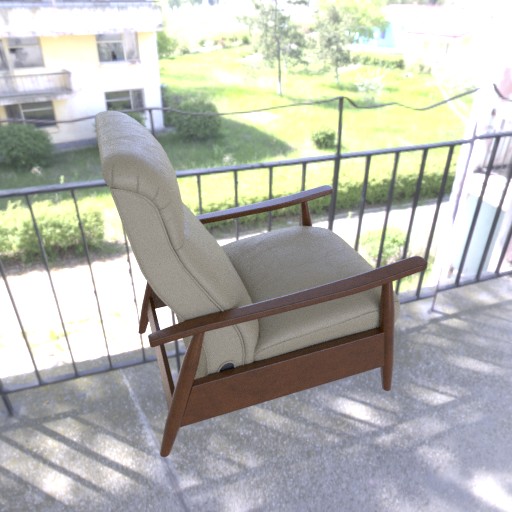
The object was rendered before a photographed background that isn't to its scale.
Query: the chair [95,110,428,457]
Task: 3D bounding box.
[{"bbox_3d":[0.000,0.000,1.745,1.014,1.082,0.762,-10,33,-16],"label":"chair"}]
